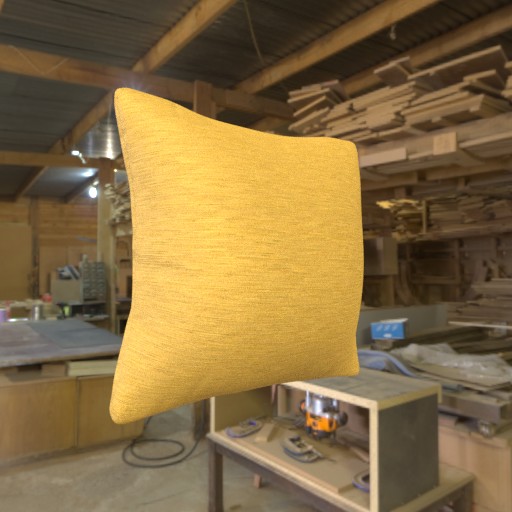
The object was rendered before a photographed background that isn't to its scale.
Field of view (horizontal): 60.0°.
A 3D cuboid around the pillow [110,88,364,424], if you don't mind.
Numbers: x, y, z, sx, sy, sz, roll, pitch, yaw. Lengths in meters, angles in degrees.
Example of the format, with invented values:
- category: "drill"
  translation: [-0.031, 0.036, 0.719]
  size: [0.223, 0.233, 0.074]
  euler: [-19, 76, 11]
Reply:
- category: "pillow"
  translation: [0.000, 0.000, 0.669]
  size: [0.435, 0.417, 0.247]
  euler: [1, -2, -35]
